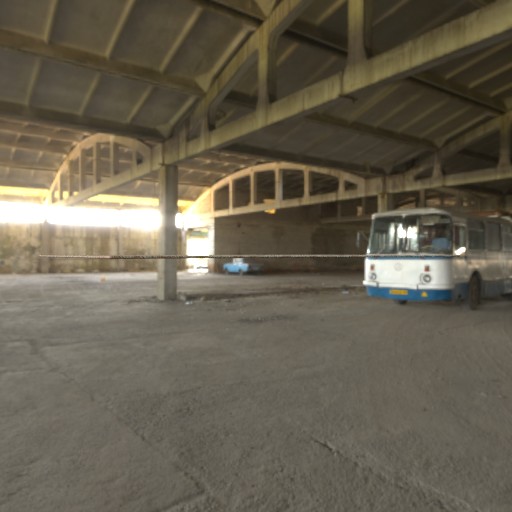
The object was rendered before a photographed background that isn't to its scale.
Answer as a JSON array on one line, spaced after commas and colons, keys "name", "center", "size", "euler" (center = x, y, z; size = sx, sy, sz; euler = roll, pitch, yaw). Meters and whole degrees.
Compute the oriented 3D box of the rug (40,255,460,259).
[{"name": "rug", "center": [0.000, 0.000, 3.012], "size": [2.435, 0.011, 1.526], "euler": [0, 0, -35]}]
